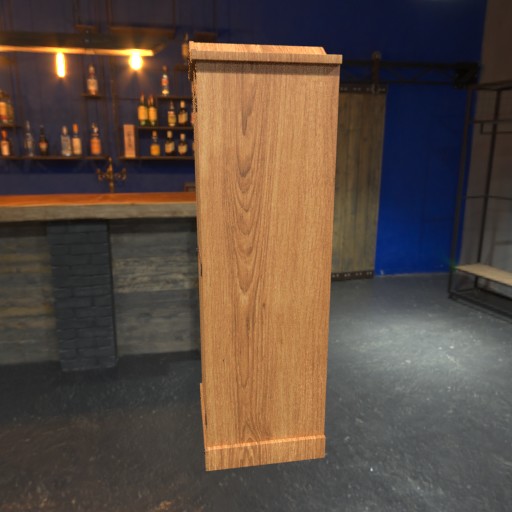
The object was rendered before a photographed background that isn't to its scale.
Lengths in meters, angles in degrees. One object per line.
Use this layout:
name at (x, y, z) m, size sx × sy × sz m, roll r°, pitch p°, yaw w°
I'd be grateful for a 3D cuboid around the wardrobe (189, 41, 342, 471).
wardrobe at (0.000, 0.000, 2.134) m, size 0.570 × 1.870 × 0.590 m, roll -2°, pitch 14°, yaw -9°
